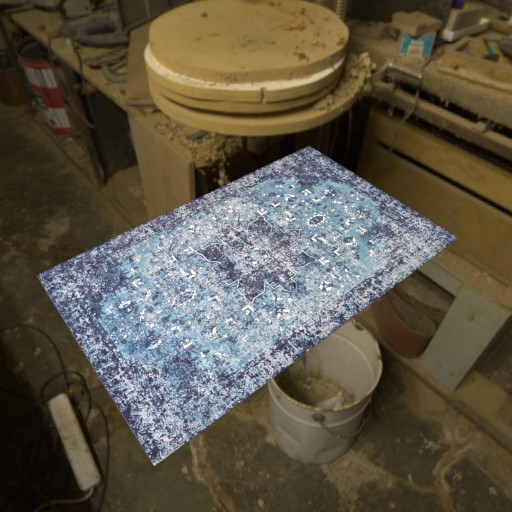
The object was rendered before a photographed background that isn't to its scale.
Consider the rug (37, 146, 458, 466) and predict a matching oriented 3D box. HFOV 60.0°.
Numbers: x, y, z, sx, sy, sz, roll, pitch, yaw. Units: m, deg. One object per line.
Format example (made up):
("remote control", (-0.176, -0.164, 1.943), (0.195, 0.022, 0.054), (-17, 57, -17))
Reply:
("rug", (0.000, 0.000, 2.999), (2.440, 0.007, 1.525), (-30, 53, -26))
